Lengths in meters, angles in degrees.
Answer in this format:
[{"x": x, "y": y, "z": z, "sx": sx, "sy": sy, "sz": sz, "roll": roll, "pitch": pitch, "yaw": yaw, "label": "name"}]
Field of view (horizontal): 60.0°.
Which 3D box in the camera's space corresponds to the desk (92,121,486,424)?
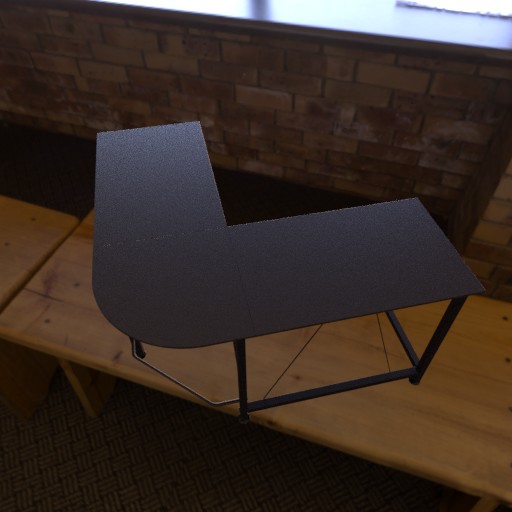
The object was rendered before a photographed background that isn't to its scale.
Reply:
[{"x": 0.000, "y": 0.000, "z": 2.250, "sx": 1.400, "sy": 0.762, "sz": 1.400, "roll": -9, "pitch": 48, "yaw": -9, "label": "desk"}]
